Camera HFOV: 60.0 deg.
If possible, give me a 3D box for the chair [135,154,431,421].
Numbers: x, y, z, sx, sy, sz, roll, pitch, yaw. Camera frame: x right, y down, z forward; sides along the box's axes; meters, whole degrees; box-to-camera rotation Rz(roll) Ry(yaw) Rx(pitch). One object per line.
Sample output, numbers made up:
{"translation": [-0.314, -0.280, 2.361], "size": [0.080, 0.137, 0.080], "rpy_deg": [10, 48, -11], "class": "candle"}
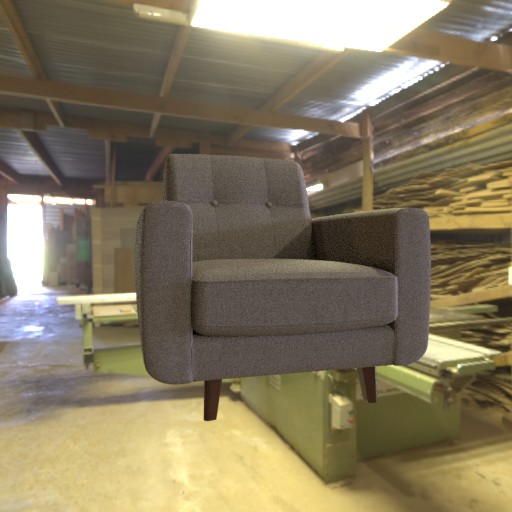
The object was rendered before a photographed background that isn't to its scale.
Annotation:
{"translation": [0.000, 0.000, 1.592], "size": [0.831, 0.839, 0.907], "rpy_deg": [0, 1, -16], "class": "chair"}
